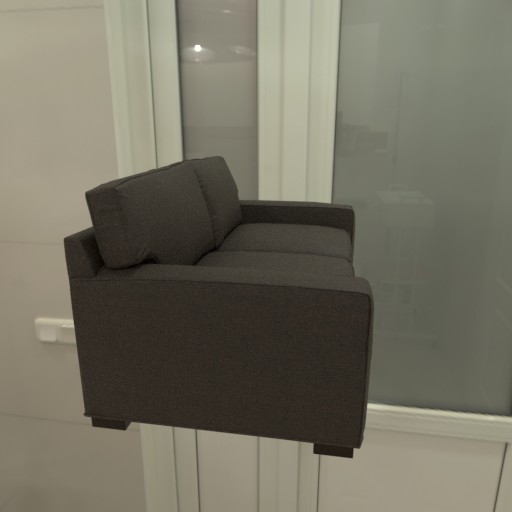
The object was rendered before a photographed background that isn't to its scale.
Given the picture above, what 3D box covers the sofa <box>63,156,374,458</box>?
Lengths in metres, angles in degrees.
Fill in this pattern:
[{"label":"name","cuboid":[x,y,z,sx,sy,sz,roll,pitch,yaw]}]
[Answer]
[{"label":"sofa","cuboid":[0.000,0.000,2.097,0.974,0.887,1.534,3,16,9]}]
